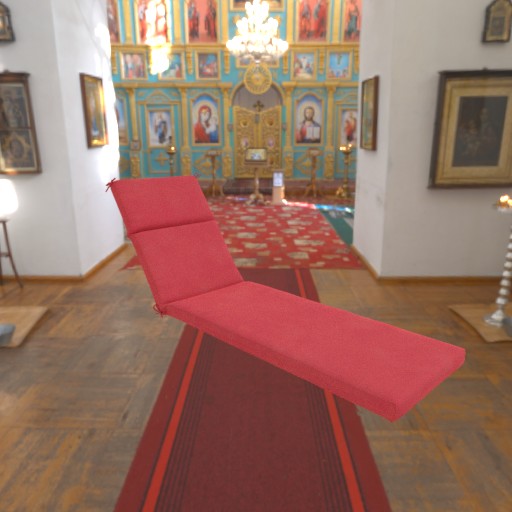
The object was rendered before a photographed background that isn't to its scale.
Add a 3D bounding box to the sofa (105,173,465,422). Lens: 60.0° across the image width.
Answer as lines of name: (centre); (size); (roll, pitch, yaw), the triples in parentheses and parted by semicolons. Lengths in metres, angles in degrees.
sofa: (0.000, 0.000, 1.939); (0.582, 0.622, 1.663); (-14, 20, -43)
